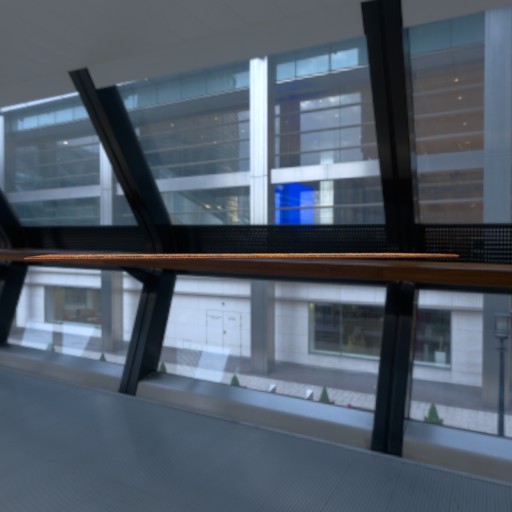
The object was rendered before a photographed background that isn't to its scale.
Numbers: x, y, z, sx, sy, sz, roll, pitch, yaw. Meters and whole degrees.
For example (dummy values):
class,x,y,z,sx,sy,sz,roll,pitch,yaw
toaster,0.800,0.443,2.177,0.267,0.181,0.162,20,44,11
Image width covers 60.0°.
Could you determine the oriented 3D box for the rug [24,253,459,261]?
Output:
class,x,y,z,sx,sy,sz,roll,pitch,yaw
rug,0.000,0.000,2.527,2.274,0.016,0.651,0,1,-18
